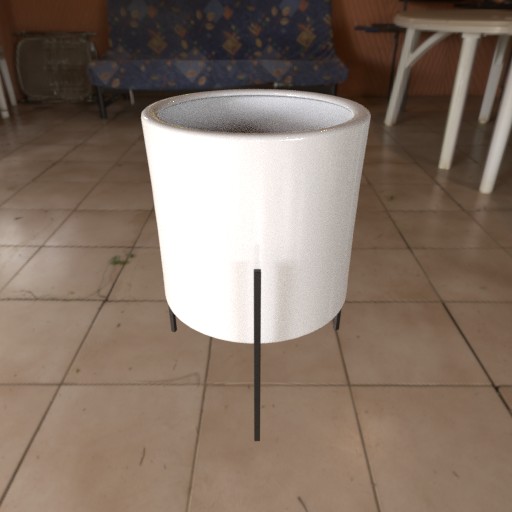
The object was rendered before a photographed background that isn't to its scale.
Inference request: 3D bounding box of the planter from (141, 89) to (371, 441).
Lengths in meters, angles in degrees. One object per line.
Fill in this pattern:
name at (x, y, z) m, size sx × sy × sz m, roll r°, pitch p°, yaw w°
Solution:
planter at (0.000, 0.000, 0.750) m, size 0.360 × 0.480 × 0.361 m, roll 0°, pitch 30°, yaw -1°
